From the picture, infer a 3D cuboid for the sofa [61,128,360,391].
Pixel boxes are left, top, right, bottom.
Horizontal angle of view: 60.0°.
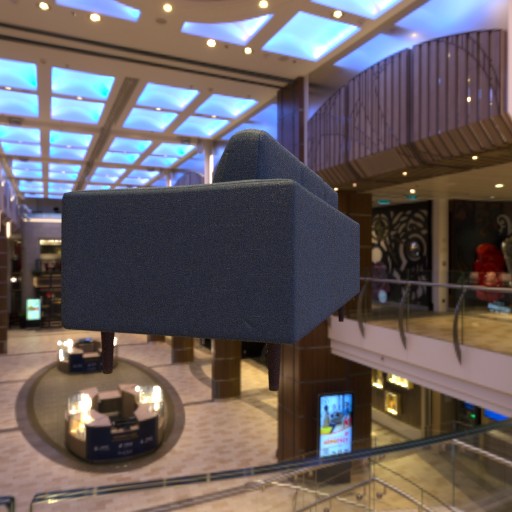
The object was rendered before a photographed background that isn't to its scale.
[{"bbox_3d":[0.000,0.000,2.462,0.935,0.945,2.013,0,0,19],"label":"sofa"}]
